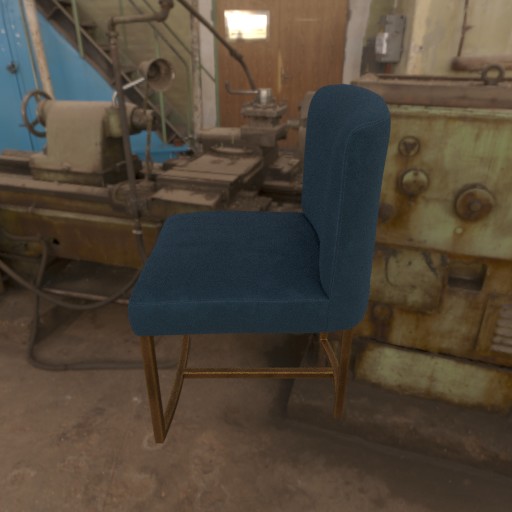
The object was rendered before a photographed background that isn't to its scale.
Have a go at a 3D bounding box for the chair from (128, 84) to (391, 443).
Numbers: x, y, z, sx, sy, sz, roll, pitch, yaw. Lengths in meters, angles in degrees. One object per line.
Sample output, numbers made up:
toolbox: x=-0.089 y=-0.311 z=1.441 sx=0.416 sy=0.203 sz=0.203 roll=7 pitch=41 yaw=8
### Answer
chair: x=0.000 y=0.000 z=1.168 sx=0.560 sy=0.824 sz=0.530 roll=0 pitch=27 yaw=0
